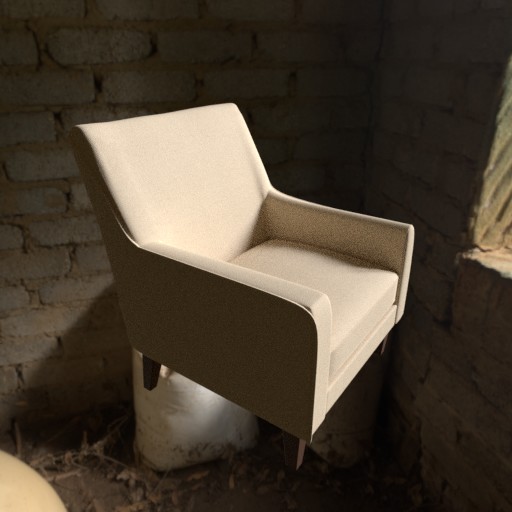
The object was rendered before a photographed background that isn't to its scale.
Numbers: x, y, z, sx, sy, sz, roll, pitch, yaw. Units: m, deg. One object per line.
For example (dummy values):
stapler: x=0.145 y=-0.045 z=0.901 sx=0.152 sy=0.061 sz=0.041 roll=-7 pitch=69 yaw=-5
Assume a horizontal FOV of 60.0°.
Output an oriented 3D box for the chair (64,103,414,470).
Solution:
chair: x=0.000 y=0.000 z=1.571 sx=0.899 sy=0.919 sz=0.780 roll=17 pitch=30 yaw=32
